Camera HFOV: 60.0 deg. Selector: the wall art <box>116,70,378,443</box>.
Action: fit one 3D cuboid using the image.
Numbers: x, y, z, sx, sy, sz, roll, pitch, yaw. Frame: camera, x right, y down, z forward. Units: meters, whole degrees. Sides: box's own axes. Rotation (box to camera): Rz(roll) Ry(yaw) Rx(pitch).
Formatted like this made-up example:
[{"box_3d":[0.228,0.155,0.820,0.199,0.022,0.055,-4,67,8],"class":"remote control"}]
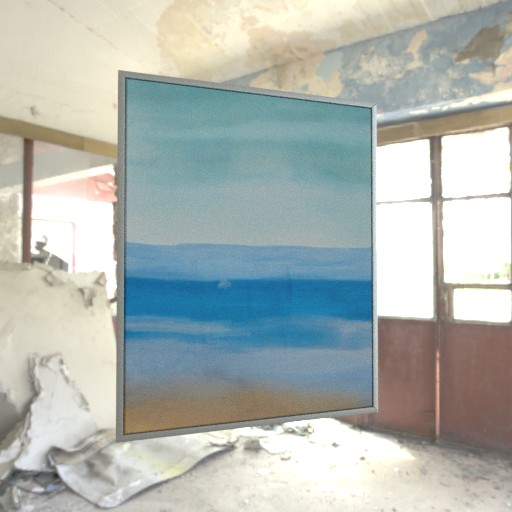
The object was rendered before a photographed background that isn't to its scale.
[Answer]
[{"box_3d":[0.000,0.000,0.743,0.445,0.553,0.039,0,-1,-18],"class":"wall art"}]
